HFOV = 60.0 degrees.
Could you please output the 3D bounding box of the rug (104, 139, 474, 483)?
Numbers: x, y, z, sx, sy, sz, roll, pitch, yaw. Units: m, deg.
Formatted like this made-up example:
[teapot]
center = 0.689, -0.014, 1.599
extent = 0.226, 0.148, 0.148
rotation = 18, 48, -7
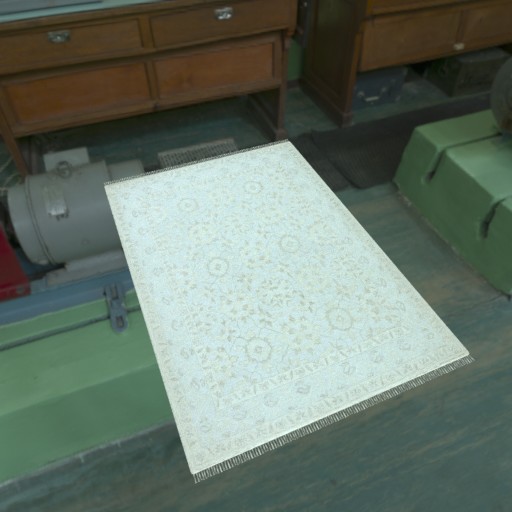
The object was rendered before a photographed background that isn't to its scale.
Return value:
[rug]
center = 0.000, 0.000, 2.787
extent = 1.514, 0.011, 2.233
rotation = -17, 50, -15
